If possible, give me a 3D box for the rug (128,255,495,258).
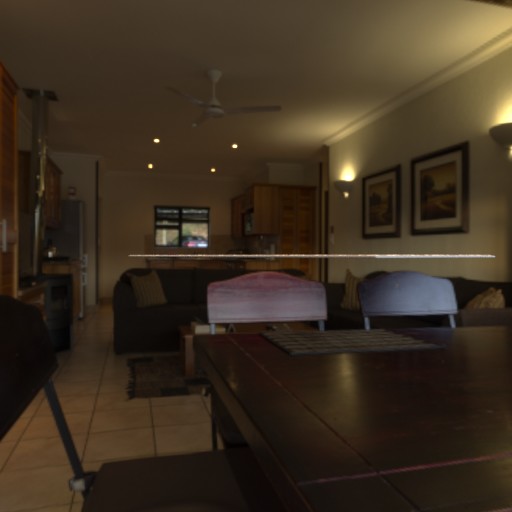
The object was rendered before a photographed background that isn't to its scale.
[{"bbox_3d":[0.000,0.000,2.371,0.662,0.011,2.196,0,0,-34],"label":"rug"}]
